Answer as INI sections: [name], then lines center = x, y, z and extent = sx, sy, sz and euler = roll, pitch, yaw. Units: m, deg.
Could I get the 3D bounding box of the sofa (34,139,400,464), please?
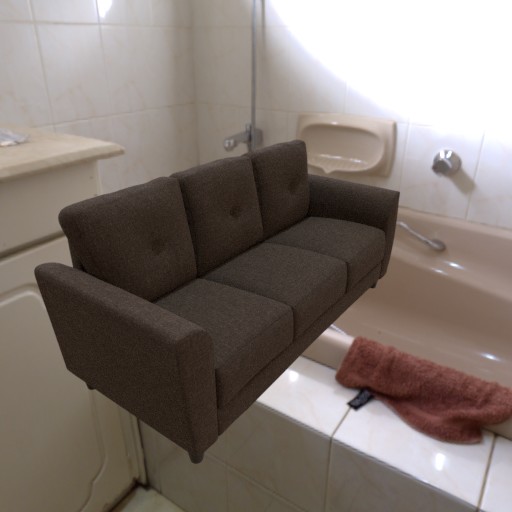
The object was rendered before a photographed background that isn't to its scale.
[sofa]
center = 0.000, 0.000, 2.267
extent = 0.837, 0.891, 1.847
euler = 18, 31, 32
